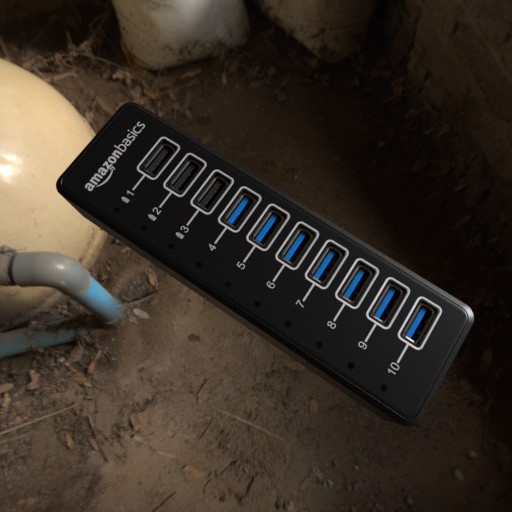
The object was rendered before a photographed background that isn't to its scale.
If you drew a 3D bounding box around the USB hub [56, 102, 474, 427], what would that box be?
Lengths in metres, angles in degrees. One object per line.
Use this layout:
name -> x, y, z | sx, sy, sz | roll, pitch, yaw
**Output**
USB hub -> 0.000, 0.000, 0.160 | 0.145, 0.023, 0.044 | 33, 77, 9
